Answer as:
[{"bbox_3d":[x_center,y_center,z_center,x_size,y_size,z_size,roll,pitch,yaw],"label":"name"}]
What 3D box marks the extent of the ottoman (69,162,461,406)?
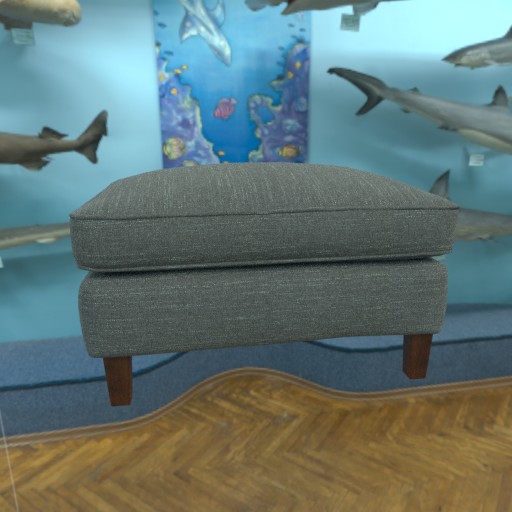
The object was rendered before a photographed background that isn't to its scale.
[{"bbox_3d":[0.000,0.000,0.990,0.686,0.406,0.508,-2,16,-8],"label":"ottoman"}]
